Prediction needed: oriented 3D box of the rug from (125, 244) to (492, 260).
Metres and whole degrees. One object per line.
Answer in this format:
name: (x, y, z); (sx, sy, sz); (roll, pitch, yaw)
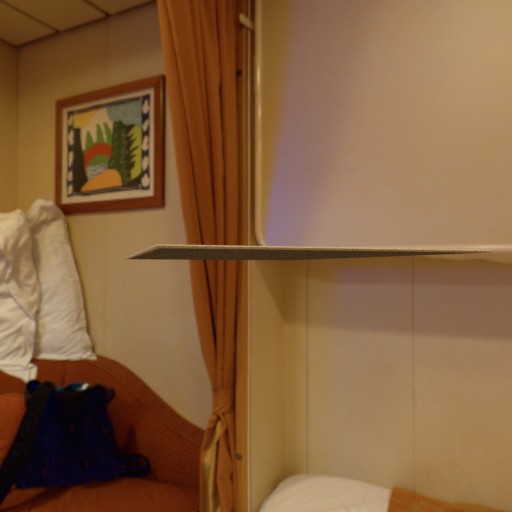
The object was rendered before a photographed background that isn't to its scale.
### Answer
rug: (0.000, 0.000, 2.295); (1.219, 0.010, 1.829); (1, -2, -19)
